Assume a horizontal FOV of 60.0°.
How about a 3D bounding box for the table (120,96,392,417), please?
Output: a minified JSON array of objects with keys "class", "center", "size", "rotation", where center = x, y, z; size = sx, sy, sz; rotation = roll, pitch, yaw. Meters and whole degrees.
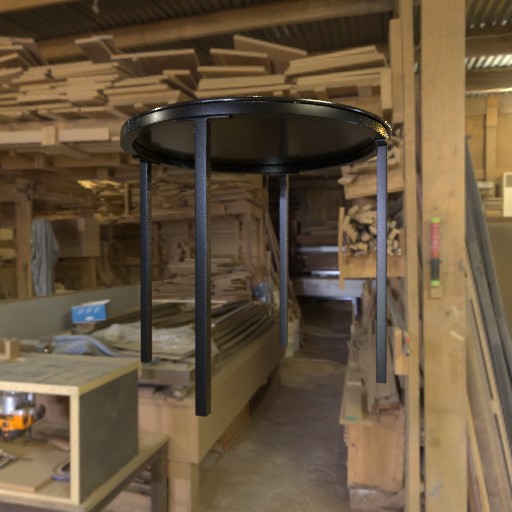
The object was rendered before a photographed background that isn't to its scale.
[{"class":"table","center":[0.000,0.000,0.855],"size":[0.499,0.443,0.499],"rotation":[0,1,0]}]
